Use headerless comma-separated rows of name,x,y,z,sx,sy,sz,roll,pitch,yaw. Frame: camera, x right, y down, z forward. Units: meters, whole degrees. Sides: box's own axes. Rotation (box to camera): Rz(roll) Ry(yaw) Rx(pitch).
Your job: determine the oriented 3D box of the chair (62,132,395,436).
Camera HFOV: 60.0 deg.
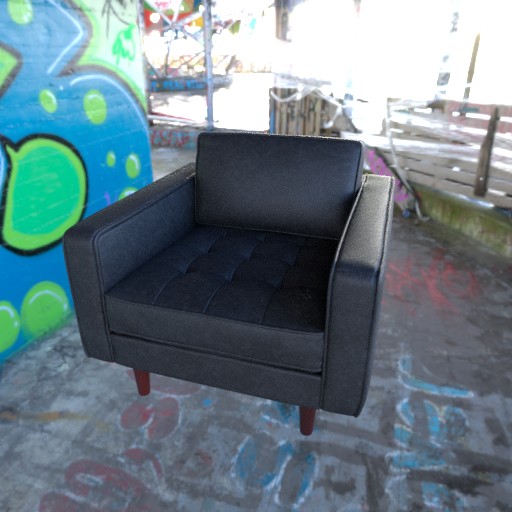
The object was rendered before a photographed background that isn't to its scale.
chair,0.000,0.000,1.567,0.889,0.763,0.914,8,26,16
